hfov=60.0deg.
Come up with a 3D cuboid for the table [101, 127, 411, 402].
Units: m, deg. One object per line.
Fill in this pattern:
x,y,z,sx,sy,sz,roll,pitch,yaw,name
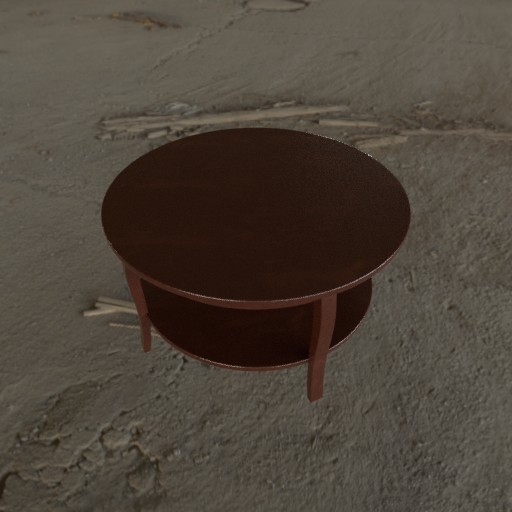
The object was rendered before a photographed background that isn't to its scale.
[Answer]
0.000,0.000,1.511,0.911,0.512,0.911,0,41,0,table
